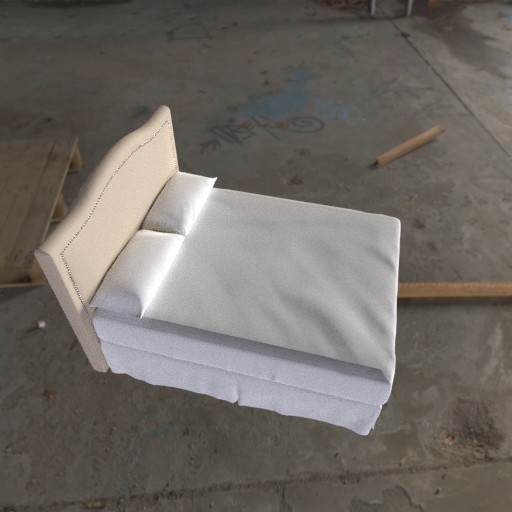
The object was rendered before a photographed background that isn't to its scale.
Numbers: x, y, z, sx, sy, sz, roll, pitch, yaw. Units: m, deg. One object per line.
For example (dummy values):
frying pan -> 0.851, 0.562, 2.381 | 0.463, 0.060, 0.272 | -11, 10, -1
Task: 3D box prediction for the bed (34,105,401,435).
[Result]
bed -> 0.000, 0.000, 3.314 | 2.143, 1.460, 1.753 | 11, 47, 10
